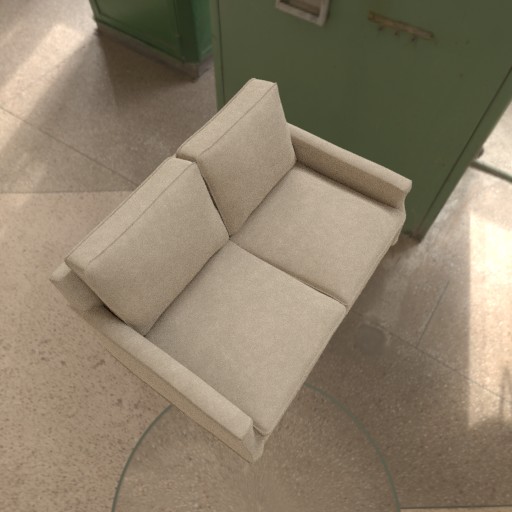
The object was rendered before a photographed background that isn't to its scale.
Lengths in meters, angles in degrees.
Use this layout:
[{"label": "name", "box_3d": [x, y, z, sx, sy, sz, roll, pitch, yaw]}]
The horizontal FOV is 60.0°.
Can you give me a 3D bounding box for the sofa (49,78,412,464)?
[{"label": "sofa", "box_3d": [0.000, 0.000, 2.291, 1.084, 1.002, 1.597, 31, 64, 17]}]
